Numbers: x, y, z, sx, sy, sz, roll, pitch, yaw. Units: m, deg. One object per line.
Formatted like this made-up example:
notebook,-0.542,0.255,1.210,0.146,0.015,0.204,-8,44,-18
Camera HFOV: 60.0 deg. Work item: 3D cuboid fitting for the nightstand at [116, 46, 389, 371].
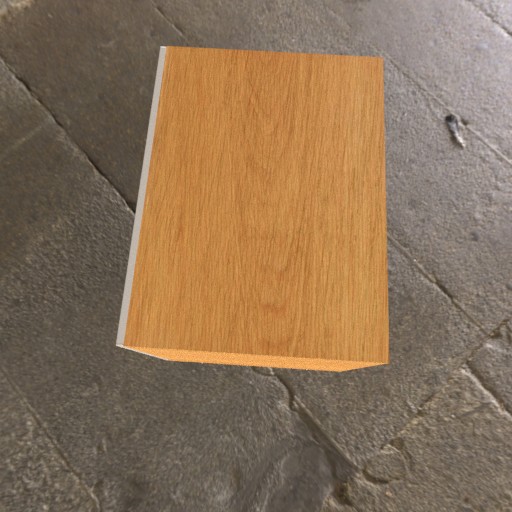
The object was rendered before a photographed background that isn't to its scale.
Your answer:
nightstand,0.000,0.000,0.829,0.316,0.601,0.400,3,74,1
